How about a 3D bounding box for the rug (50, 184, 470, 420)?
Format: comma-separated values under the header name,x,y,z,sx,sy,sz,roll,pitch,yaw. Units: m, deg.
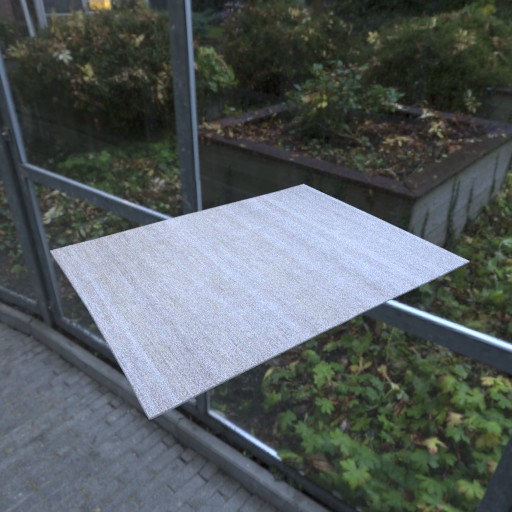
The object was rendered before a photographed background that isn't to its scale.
name,x,y,z,sx,sy,sz,roll,pitch,yaw
rug,0.000,0.000,4.280,3.245,0.046,2.467,-19,35,-29
